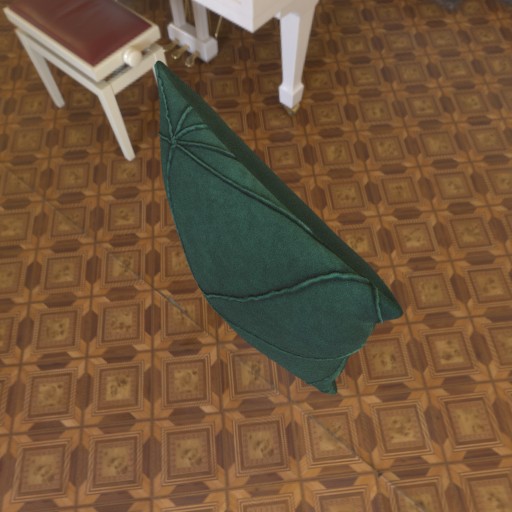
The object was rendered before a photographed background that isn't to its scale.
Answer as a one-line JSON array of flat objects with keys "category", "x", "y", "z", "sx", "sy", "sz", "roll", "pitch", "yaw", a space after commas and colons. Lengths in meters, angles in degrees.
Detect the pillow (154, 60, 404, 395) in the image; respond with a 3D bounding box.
[{"category": "pillow", "x": 0.000, "y": 0.000, "z": 0.678, "sx": 0.184, "sy": 0.440, "sz": 0.439, "roll": -35, "pitch": 68, "yaw": -16}]
